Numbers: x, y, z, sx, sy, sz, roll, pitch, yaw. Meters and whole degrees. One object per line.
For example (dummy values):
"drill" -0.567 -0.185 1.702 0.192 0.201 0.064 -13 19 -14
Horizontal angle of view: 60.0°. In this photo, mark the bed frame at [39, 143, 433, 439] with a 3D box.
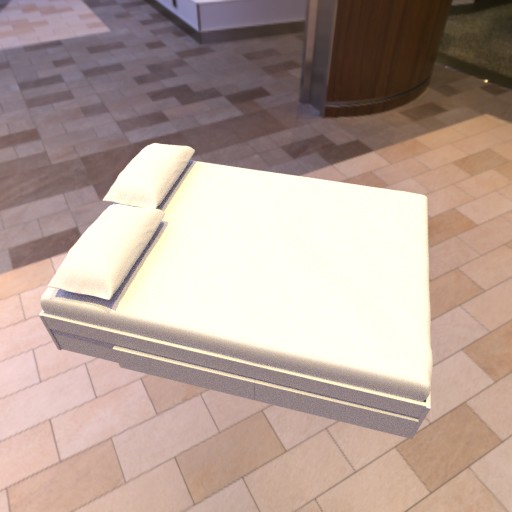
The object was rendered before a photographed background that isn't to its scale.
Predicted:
"bed frame" 0.000 0.000 2.602 1.950 0.629 1.450 10 46 10
